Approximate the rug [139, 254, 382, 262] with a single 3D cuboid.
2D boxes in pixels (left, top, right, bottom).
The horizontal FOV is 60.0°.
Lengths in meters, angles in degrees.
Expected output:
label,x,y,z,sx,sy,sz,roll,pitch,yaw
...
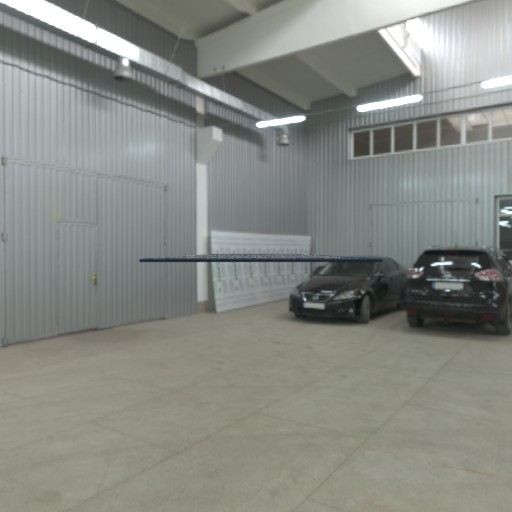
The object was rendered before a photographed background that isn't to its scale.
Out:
label,x,y,z,sx,sy,sz,roll,pitch,yaw
rug,0.000,0.000,2.607,0.769,0.012,2.448,0,1,-1
